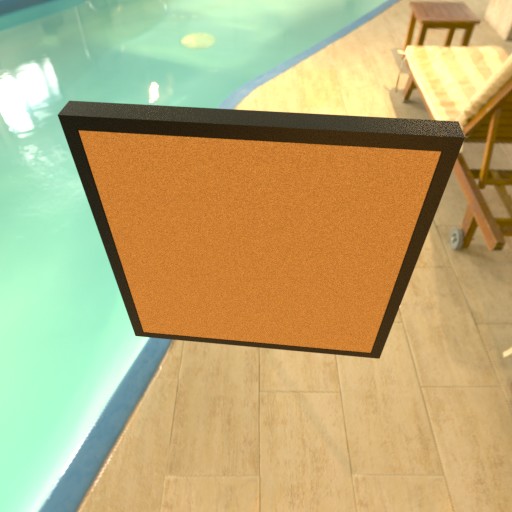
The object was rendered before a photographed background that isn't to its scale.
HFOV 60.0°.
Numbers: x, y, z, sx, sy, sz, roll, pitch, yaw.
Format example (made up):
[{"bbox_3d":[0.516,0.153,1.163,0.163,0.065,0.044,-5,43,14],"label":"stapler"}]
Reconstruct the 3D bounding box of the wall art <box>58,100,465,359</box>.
[{"bbox_3d":[0.000,0.000,0.744,0.506,0.506,0.038,4,47,4],"label":"wall art"}]
